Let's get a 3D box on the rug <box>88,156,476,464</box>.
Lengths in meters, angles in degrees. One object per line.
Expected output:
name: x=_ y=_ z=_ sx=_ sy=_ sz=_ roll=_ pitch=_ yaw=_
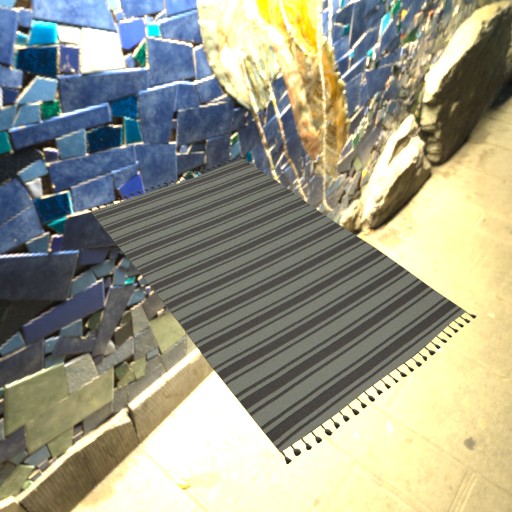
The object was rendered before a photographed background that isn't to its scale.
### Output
rug: x=0.000 y=0.000 z=2.562 sx=1.229 sy=0.011 sz=2.096 roll=-26 pitch=47 yaw=-27
